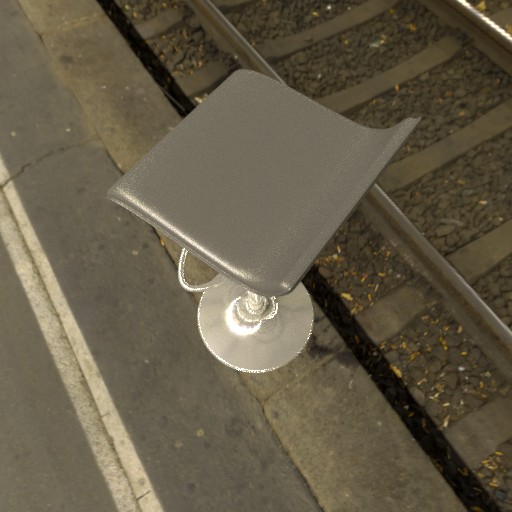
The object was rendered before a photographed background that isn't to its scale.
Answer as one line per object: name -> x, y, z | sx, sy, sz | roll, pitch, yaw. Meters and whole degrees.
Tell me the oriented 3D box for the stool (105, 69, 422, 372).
stool -> 0.000, 0.000, 1.061 | 0.381, 0.851, 0.381 | 34, 68, 15
